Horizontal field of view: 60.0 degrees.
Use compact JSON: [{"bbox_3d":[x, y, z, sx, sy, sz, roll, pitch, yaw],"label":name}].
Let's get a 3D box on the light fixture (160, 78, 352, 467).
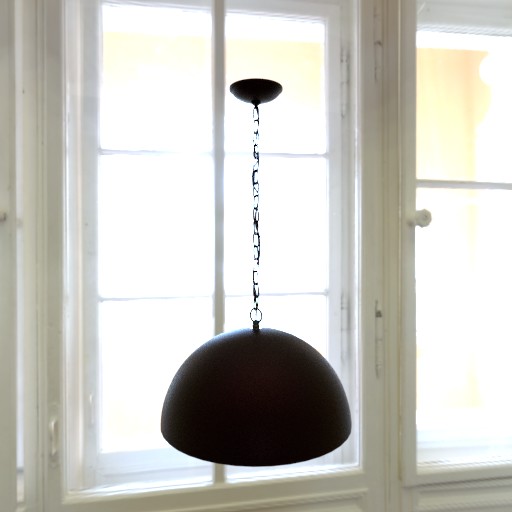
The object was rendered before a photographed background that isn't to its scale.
[{"bbox_3d":[0.000,0.000,1.157,0.492,0.869,0.492,1,1,37],"label":"light fixture"}]
